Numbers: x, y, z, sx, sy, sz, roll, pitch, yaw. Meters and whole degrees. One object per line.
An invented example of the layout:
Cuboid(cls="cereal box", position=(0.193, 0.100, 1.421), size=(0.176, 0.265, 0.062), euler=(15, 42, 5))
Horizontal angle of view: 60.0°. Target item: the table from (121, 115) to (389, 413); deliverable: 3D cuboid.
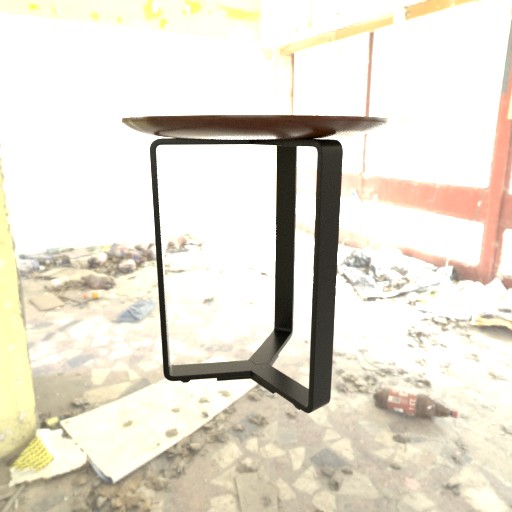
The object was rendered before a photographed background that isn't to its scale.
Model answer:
Cuboid(cls="table", position=(0.000, 0.000, 0.763), size=(0.410, 0.450, 0.380), euler=(-2, 16, -8))
